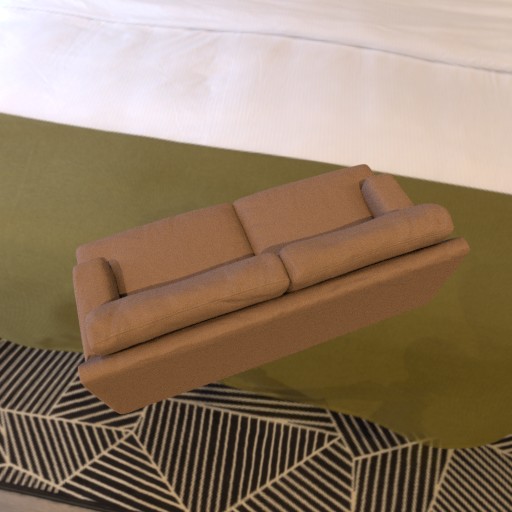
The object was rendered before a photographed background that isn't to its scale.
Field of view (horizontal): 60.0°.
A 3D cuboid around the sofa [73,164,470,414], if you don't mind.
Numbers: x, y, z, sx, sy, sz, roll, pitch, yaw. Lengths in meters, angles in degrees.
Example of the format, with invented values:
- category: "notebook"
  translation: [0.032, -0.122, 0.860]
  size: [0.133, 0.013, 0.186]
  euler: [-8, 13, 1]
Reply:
- category: "sofa"
  translation: [0.000, 0.000, 2.881]
  size: [2.274, 0.950, 1.140]
  euler: [-18, 60, -10]
